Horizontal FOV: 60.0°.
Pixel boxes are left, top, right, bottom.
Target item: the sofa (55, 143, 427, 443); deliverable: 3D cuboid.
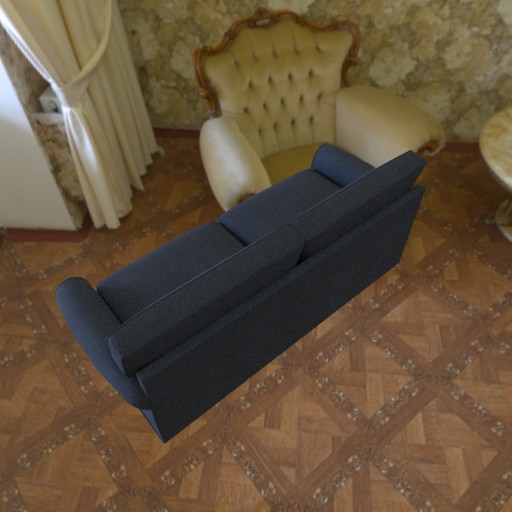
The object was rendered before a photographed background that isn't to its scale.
[{"bbox_3d":[0.000,0.000,2.948,2.391,1.026,0.954,-32,55,-26],"label":"sofa"}]
